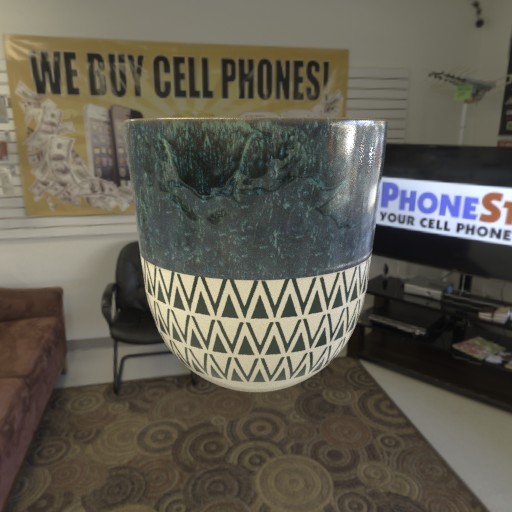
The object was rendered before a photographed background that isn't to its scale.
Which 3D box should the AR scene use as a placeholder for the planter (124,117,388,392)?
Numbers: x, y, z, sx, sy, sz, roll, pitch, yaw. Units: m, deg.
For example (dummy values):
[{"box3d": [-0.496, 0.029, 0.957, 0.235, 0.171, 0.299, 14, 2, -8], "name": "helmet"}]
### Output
[{"box3d": [0.000, 0.000, 0.367, 0.195, 0.214, 0.195, 0, 16, 0], "name": "planter"}]
